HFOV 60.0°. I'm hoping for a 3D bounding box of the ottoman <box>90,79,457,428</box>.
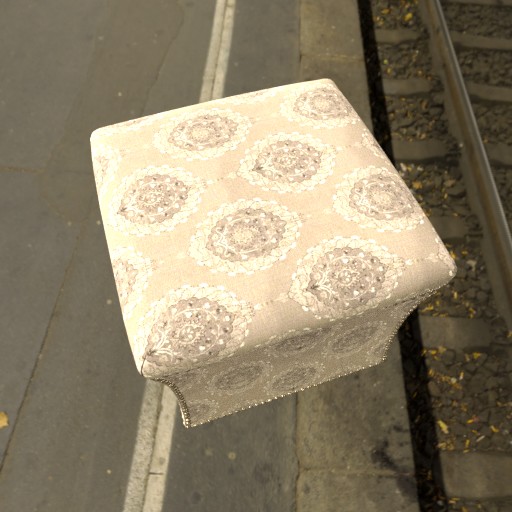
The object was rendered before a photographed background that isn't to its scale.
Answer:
[{"bbox_3d":[0.000,0.000,0.907,0.507,0.473,0.497,-16,60,-10],"label":"ottoman"}]
